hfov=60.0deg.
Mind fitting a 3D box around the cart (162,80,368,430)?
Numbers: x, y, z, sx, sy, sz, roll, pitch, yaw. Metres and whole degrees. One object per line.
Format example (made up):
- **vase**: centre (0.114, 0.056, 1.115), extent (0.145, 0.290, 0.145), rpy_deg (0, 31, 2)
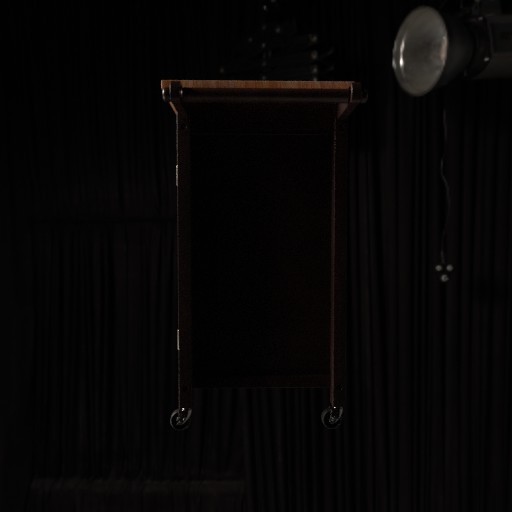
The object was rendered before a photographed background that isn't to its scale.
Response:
- **cart**: centre (0.000, 0.000, 1.425), extent (0.472, 0.878, 0.914), rpy_deg (0, 3, -1)
